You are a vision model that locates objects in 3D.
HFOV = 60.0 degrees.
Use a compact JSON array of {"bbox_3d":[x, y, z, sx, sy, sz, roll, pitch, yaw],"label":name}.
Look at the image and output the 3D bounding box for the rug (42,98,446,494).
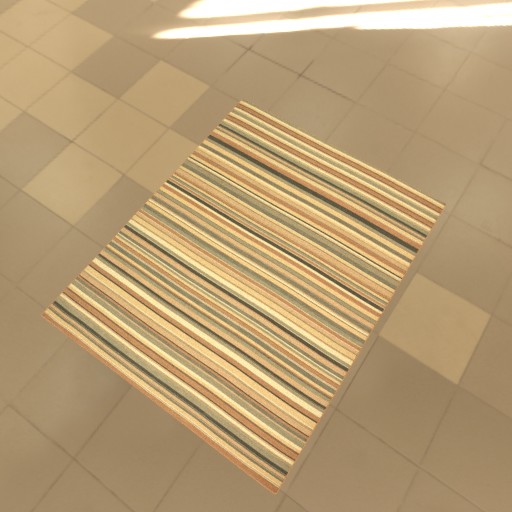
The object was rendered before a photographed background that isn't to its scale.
[{"bbox_3d":[0.000,0.000,4.084,2.436,0.011,3.045,32,68,14],"label":"rug"}]
